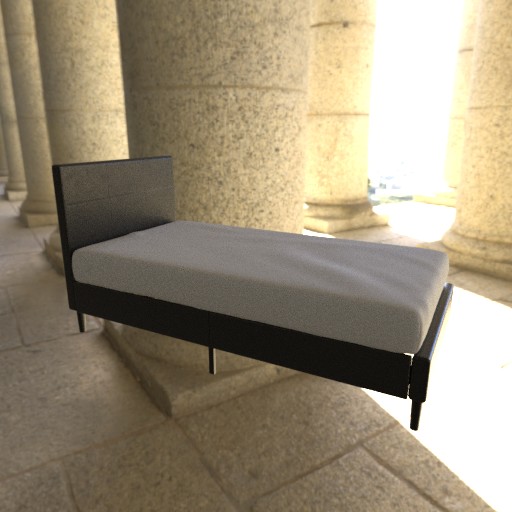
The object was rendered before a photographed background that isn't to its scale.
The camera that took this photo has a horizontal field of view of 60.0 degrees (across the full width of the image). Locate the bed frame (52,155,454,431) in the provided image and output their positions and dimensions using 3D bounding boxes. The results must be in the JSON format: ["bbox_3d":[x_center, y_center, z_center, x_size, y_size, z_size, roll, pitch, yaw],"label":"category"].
[{"bbox_3d":[0.000,0.000,2.466,2.152,1.046,1.038,8,18,27],"label":"bed frame"}]
